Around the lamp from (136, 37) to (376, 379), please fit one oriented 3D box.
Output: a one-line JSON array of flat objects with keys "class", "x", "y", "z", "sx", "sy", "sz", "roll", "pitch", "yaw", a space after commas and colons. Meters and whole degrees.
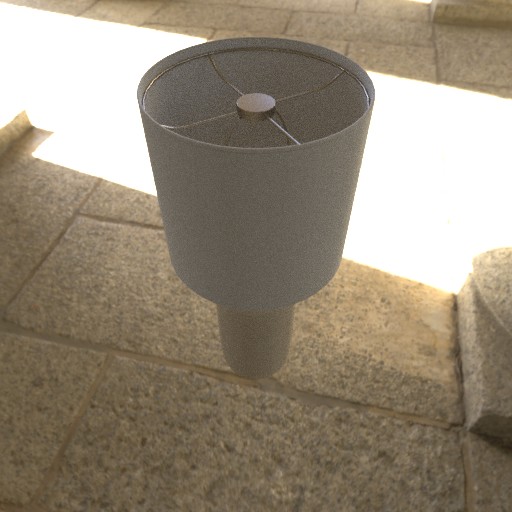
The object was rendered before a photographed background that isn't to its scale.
[{"class": "lamp", "x": 0.000, "y": 0.000, "z": 0.588, "sx": 0.220, "sy": 0.475, "sz": 0.220, "roll": -12, "pitch": 48, "yaw": -11}]
